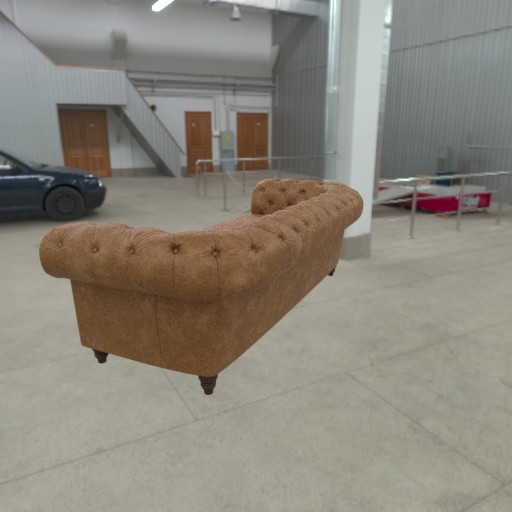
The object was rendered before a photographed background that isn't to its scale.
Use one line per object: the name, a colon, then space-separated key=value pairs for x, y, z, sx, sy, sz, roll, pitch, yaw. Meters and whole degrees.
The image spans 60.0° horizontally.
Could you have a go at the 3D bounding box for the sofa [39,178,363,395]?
sofa: x=0.000 y=0.000 z=2.792 sx=0.989 sy=0.760 sz=2.365 roll=8 pitch=17 yaw=25
